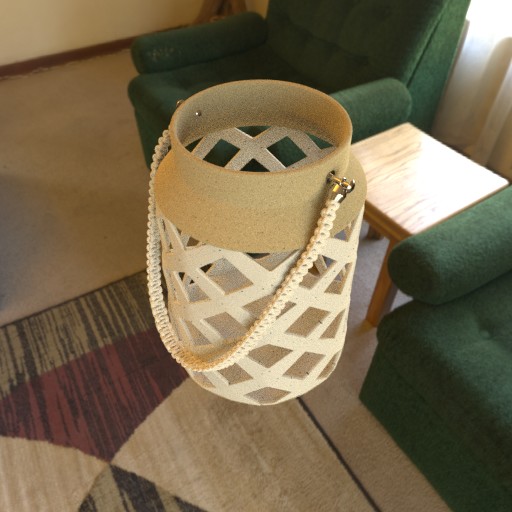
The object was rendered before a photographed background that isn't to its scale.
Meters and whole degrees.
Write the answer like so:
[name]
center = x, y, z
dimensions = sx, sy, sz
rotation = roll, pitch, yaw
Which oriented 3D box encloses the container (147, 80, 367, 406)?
[container]
center = 0.000, 0.000, 0.345
dimensions = 0.163, 0.229, 0.172
rotation = 32, 55, 27
